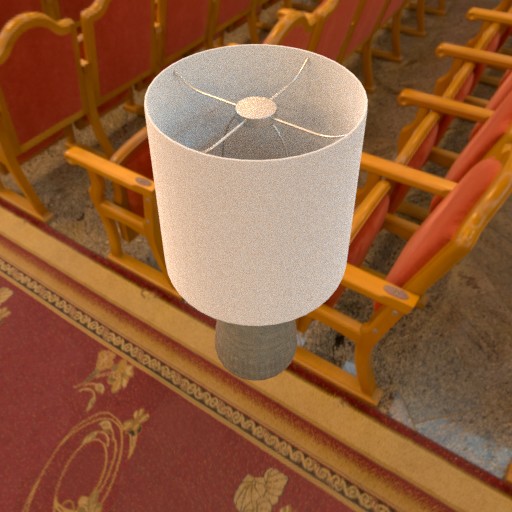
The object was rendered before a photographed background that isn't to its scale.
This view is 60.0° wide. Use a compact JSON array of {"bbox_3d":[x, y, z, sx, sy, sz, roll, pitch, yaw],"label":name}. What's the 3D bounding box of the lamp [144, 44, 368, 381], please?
[{"bbox_3d":[0.000,0.000,0.468,0.186,0.369,0.186,0,49,0],"label":"lamp"}]
